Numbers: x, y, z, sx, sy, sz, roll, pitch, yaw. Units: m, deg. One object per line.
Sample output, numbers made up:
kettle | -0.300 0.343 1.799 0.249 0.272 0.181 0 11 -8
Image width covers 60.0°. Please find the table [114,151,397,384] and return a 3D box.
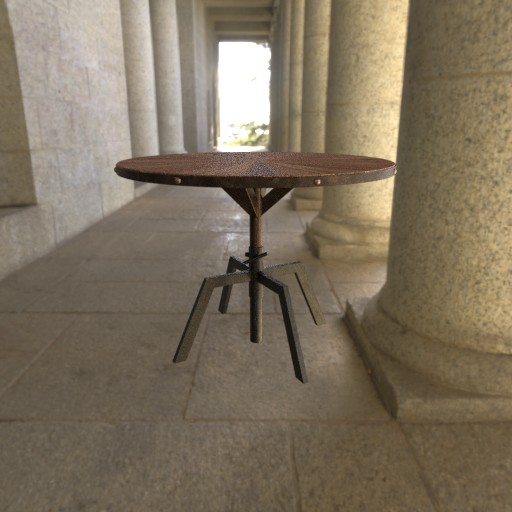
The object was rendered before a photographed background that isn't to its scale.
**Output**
table | 0.000 0.000 1.552 0.885 0.658 0.885 0 17 0
